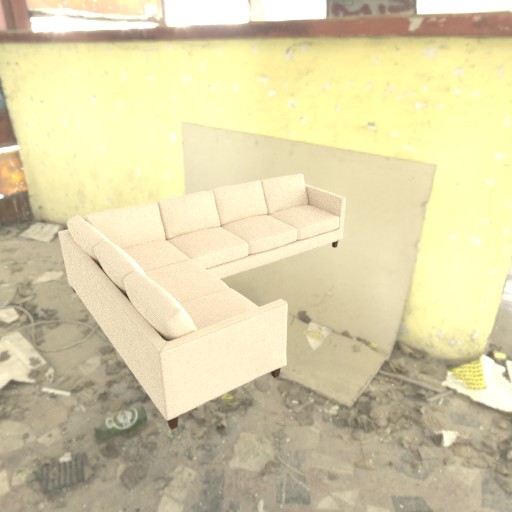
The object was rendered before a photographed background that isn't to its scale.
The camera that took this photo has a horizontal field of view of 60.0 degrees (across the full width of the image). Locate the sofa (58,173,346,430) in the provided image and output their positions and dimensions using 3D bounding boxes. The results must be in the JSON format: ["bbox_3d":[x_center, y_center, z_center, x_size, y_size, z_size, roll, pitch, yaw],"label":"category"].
[{"bbox_3d":[0.000,0.000,4.496,3.182,0.863,2.432,-17,30,-32],"label":"sofa"}]
